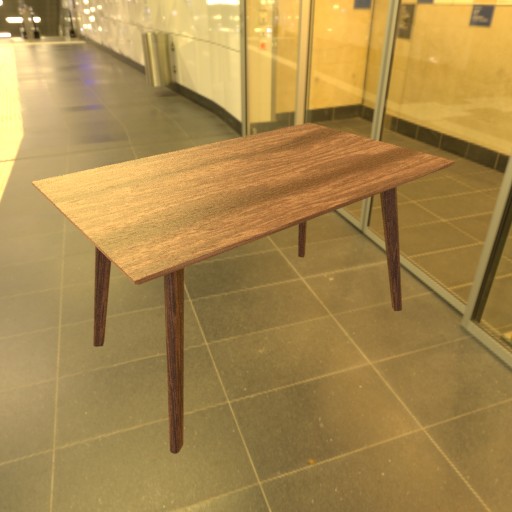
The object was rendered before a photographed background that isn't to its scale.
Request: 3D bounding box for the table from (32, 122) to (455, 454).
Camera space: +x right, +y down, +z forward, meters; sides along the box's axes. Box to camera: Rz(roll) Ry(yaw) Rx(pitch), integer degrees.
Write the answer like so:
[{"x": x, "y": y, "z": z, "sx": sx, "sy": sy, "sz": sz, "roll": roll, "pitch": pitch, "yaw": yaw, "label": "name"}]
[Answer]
[{"x": 0.000, "y": 0.000, "z": 1.811, "sx": 1.349, "sy": 0.724, "sz": 0.801, "roll": -22, "pitch": 37, "yaw": -33, "label": "table"}]
